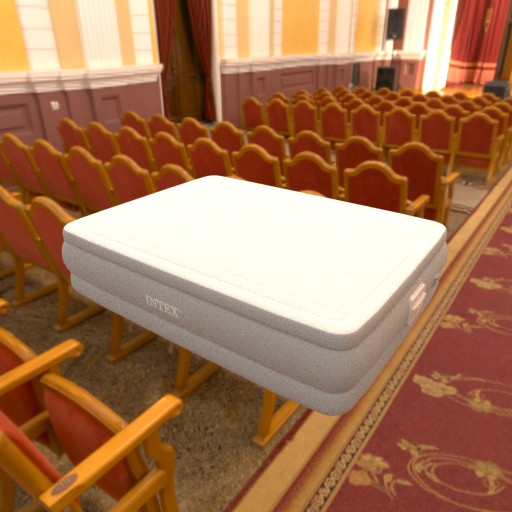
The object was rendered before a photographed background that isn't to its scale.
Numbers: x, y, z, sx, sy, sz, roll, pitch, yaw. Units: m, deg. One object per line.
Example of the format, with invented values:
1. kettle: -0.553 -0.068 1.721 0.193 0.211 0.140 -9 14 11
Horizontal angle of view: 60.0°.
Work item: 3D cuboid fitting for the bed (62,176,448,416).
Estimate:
1. bed: 0.000 0.000 2.767 2.036 0.460 1.520 18 31 32
